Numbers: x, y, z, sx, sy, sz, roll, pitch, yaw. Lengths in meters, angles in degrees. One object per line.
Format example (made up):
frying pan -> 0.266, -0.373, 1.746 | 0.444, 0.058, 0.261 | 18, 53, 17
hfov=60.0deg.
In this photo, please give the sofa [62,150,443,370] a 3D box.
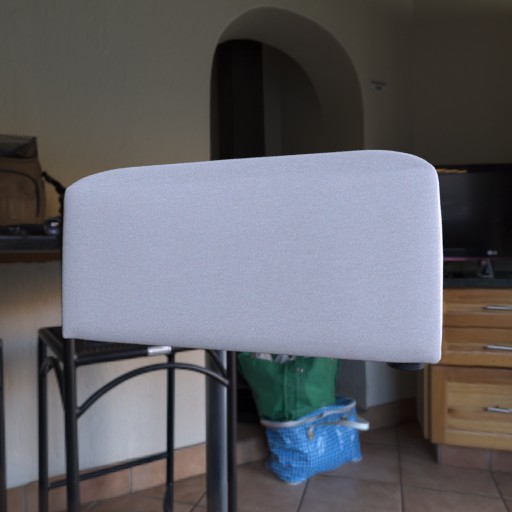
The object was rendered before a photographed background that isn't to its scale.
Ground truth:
sofa -> 0.000, 0.000, 1.234 | 0.930, 0.470, 0.480 | 0, 0, 18
